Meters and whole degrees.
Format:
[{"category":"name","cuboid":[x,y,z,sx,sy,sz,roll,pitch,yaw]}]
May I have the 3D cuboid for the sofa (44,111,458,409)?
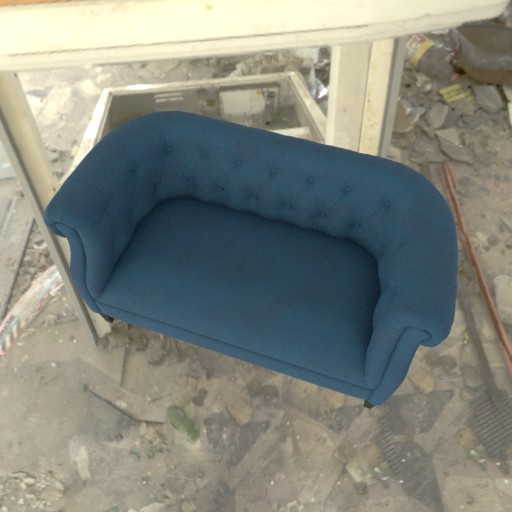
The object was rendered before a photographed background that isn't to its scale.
[{"category":"sofa","cuboid":[0.000,0.000,2.015,1.558,0.827,0.835,16,59,10]}]
